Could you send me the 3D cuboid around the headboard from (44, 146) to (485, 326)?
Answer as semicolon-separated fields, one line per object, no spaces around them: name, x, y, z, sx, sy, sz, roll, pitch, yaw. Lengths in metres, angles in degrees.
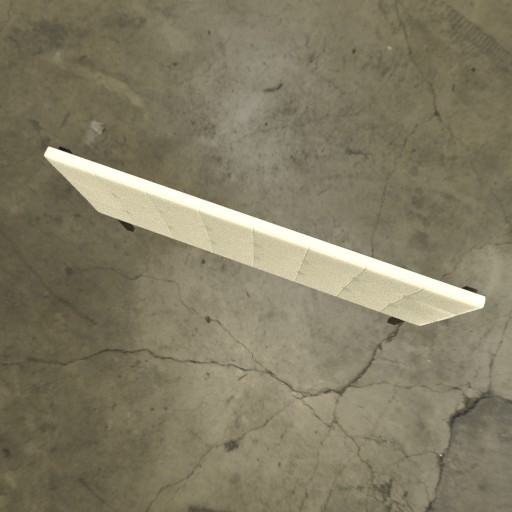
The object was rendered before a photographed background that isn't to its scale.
headboard;0.000;0.000;2.909;2.362;1.410;0.120;19;76;5
